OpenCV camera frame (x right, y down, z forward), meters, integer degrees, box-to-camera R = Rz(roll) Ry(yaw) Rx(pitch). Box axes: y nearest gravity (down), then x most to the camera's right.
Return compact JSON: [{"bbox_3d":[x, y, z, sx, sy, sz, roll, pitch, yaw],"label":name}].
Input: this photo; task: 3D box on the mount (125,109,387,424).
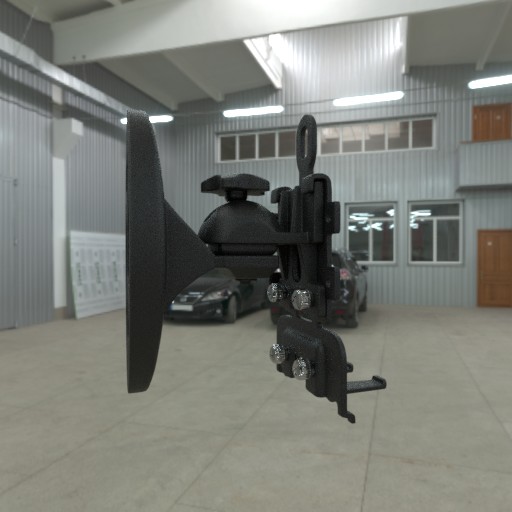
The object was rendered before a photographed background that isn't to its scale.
[{"bbox_3d":[0.000,0.000,0.179,0.100,0.118,0.066,0,0,-18],"label":"mount"}]
